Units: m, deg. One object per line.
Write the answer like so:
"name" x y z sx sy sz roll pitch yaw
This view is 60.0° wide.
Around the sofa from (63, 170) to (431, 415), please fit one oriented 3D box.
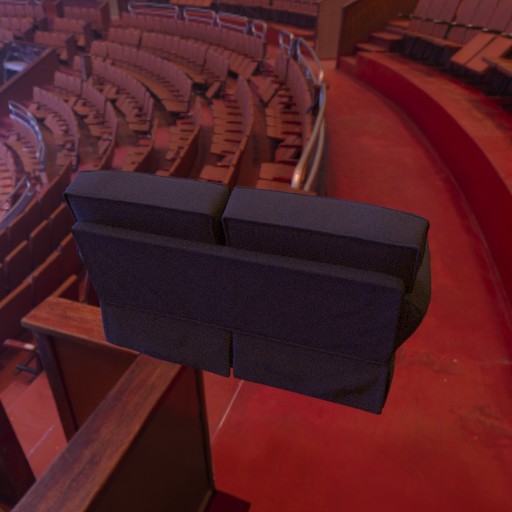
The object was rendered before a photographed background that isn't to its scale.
"sofa" 0.000 0.000 2.457 1.801 1.059 0.997 10 32 16
